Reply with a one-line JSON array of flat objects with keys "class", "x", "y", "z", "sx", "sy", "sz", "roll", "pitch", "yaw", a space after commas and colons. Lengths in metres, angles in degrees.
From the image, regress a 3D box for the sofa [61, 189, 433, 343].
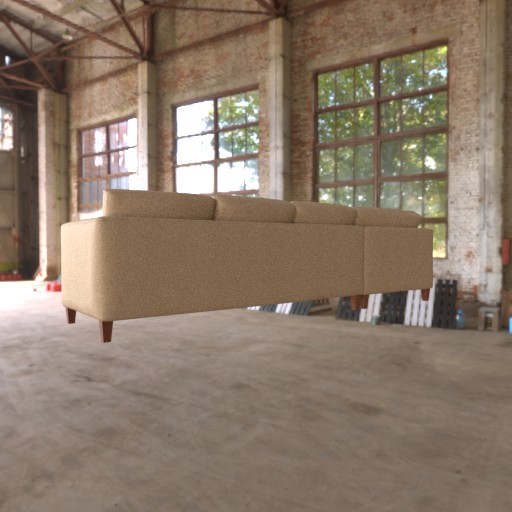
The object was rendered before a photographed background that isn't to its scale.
[{"class": "sofa", "x": 0.000, "y": 0.000, "z": 3.891, "sx": 3.201, "sy": 0.876, "sz": 1.502, "roll": -1, "pitch": 2, "yaw": -37}]
